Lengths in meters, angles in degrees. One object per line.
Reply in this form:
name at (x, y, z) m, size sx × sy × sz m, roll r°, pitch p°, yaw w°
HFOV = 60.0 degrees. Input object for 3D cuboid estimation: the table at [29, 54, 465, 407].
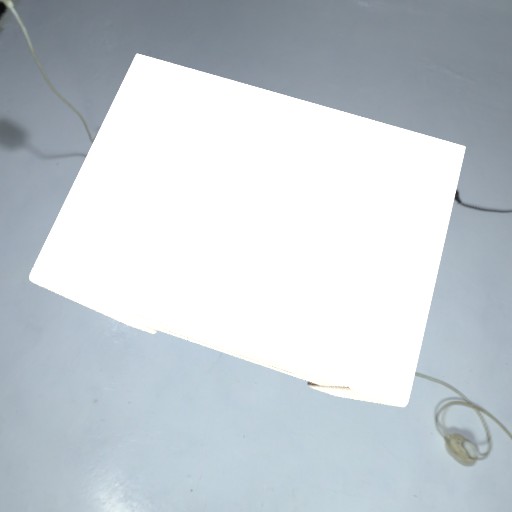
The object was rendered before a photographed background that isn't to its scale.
table at (0.000, 0.000, 0.925) m, size 0.570 × 0.510 × 0.420 m, roll 18°, pitch 75°, yaw 5°
